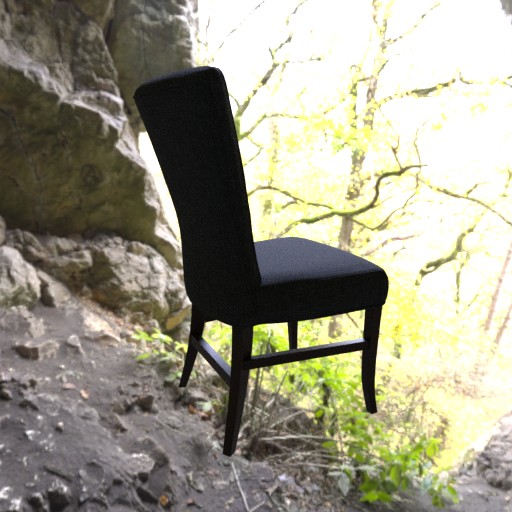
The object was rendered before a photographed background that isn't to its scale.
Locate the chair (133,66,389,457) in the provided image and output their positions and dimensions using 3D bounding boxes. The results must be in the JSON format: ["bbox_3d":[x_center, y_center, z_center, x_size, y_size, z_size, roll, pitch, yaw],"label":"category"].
[{"bbox_3d":[0.000,0.000,1.354,0.660,0.991,0.520,-8,17,-27],"label":"chair"}]
